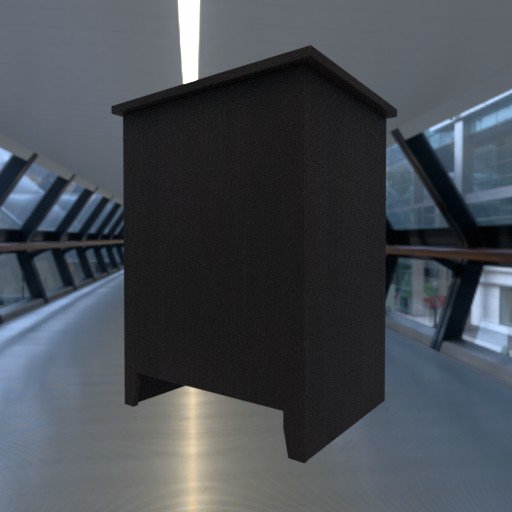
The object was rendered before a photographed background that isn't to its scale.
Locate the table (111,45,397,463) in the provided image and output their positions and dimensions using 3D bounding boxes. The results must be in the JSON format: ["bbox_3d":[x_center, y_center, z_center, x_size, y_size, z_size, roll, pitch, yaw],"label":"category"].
[{"bbox_3d":[0.000,0.000,0.955,0.480,0.635,0.381,1,1,36],"label":"table"}]
